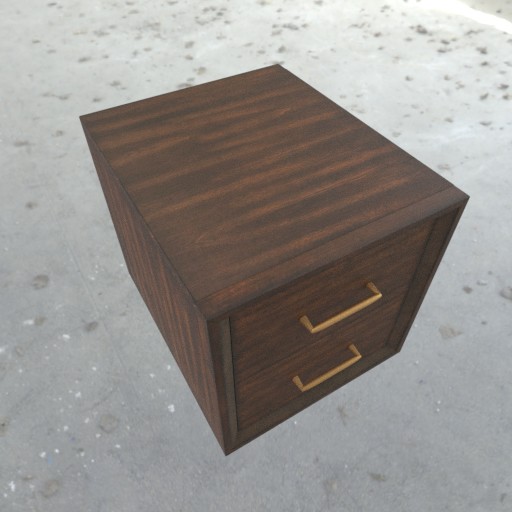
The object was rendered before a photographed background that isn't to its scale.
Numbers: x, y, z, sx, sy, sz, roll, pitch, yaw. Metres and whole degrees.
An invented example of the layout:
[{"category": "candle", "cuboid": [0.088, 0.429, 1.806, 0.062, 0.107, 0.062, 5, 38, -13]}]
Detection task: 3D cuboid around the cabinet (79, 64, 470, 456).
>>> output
[{"category": "cabinet", "cuboid": [0.000, 0.000, 0.840, 0.402, 0.455, 0.500, -23, 51, -20]}]
